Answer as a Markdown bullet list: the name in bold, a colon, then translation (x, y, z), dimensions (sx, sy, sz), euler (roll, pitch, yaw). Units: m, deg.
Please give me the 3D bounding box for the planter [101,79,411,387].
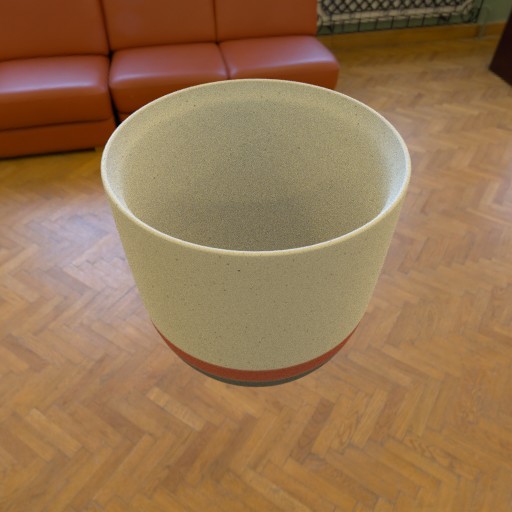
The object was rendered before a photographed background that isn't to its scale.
- **planter**: translation (0.000, 0.000, 0.375), dimensions (0.204, 0.214, 0.204), euler (0, 46, 0)
